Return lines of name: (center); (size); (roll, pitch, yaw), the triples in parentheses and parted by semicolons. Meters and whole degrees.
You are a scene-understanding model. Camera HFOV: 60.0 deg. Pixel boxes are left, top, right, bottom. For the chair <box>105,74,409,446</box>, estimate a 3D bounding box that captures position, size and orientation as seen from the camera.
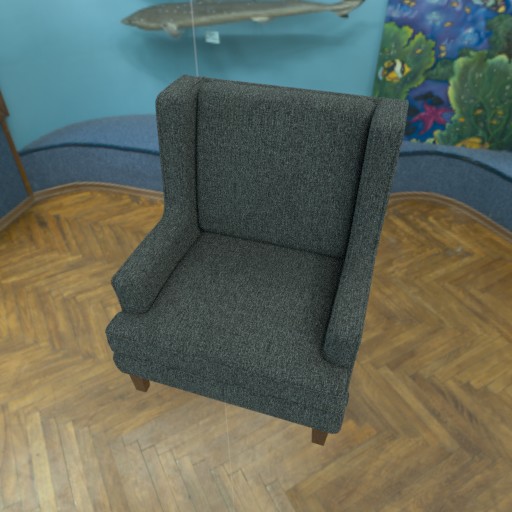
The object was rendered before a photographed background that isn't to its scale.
chair: (0.000, 0.000, 1.806); (0.942, 1.082, 0.927); (12, 42, 13)
